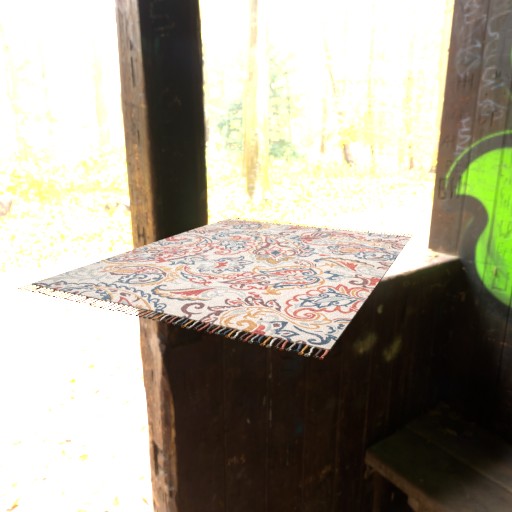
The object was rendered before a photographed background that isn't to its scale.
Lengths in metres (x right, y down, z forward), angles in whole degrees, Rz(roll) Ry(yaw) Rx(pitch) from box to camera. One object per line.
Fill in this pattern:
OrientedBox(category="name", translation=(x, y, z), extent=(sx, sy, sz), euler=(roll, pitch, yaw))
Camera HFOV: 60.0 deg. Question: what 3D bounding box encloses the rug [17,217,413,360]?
OrientedBox(category="rug", translation=(0.000, 0.000, 4.255), extent=(2.439, 0.015, 3.274), euler=(8, 17, 26))
